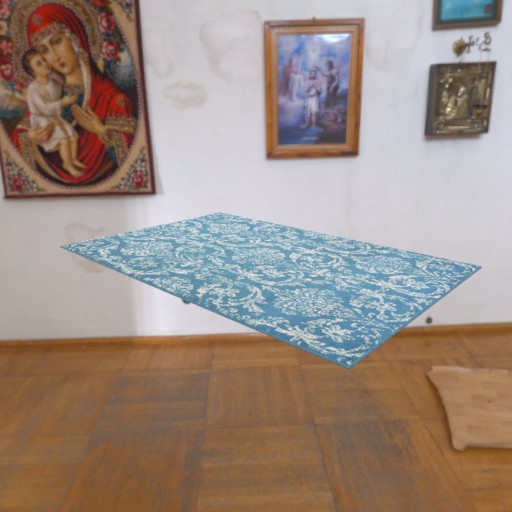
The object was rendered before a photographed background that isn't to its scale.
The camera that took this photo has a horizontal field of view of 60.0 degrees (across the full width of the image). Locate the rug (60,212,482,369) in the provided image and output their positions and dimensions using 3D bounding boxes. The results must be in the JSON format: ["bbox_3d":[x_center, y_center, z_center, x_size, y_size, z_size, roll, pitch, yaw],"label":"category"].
[{"bbox_3d":[0.000,0.000,3.430,2.746,0.018,1.816,15,23,40],"label":"rug"}]
